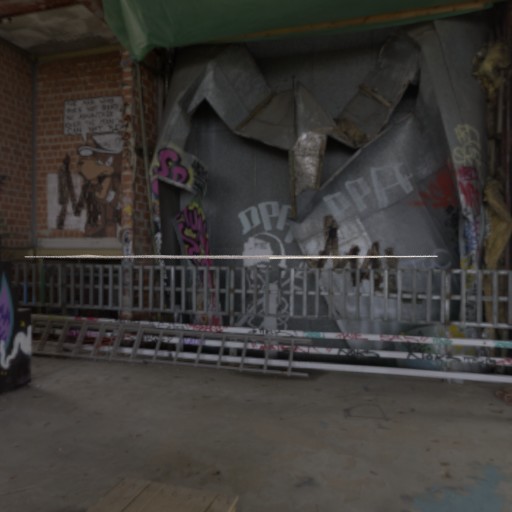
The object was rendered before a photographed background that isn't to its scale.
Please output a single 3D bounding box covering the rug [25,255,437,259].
[{"bbox_3d":[0.000,0.000,4.114,2.448,0.021,3.051,0,0,37],"label":"rug"}]
